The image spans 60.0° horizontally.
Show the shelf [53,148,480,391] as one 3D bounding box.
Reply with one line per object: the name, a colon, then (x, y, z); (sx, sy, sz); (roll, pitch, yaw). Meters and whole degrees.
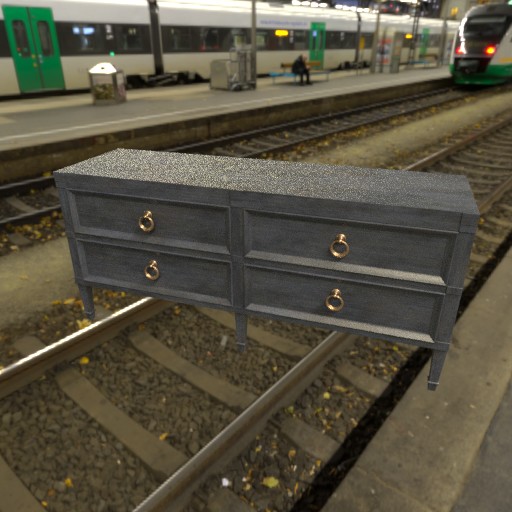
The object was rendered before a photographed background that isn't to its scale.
shelf: (0.000, 0.000, 1.910); (1.575, 0.719, 0.479); (8, 27, 16)
